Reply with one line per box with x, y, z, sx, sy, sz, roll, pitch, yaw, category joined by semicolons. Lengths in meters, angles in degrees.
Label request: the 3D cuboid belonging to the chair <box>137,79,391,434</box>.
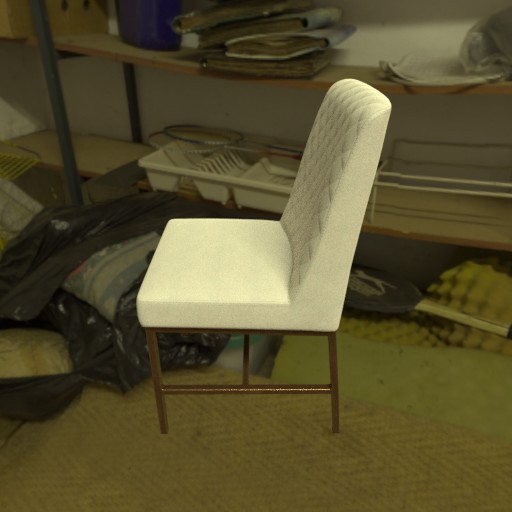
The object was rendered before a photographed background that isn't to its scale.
0.000;0.000;1.293;0.597;0.933;0.503;0;28;0;chair
